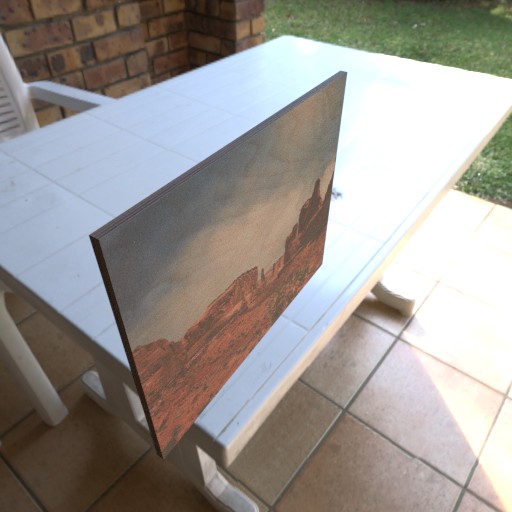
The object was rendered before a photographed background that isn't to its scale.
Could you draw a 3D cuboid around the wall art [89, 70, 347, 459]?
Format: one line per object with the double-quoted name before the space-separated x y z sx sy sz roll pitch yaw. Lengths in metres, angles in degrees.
"wall art" 0.000 0.000 0.673 0.013 0.406 0.508 23 46 25
